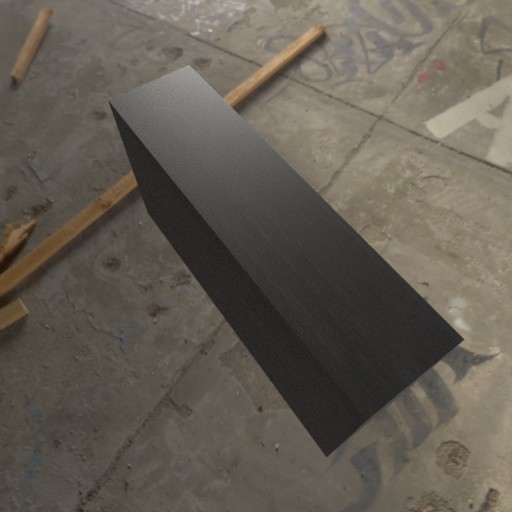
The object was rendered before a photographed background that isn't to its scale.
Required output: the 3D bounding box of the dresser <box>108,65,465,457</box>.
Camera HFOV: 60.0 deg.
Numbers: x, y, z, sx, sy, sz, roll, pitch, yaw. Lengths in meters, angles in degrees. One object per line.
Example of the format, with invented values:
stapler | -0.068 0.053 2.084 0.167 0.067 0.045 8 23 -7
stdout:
dresser | 0.000 0.000 1.940 0.400 0.795 1.590 -32 64 -17
